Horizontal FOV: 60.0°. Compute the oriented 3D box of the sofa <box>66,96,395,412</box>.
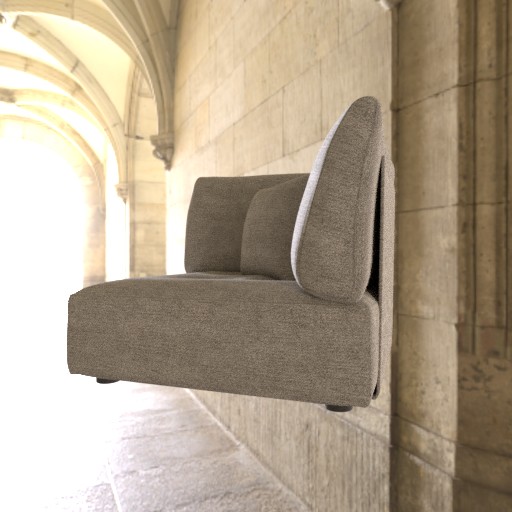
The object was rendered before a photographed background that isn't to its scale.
[{"bbox_3d":[0.000,0.000,1.712,1.000,0.820,1.000,0,0,20],"label":"sofa"}]
